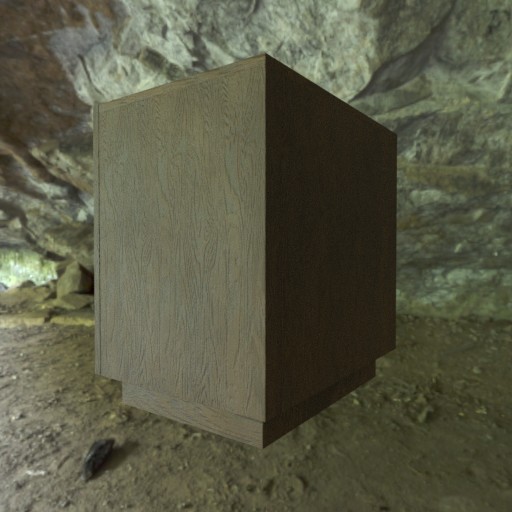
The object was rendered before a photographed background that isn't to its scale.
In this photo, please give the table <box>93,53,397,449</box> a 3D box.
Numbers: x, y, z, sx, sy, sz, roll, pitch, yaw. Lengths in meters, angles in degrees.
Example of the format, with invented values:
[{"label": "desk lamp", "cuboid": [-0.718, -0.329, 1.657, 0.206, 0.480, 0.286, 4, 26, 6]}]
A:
[{"label": "table", "cuboid": [0.000, 0.000, 0.979, 0.439, 0.585, 0.560, 1, 2, 36]}]
